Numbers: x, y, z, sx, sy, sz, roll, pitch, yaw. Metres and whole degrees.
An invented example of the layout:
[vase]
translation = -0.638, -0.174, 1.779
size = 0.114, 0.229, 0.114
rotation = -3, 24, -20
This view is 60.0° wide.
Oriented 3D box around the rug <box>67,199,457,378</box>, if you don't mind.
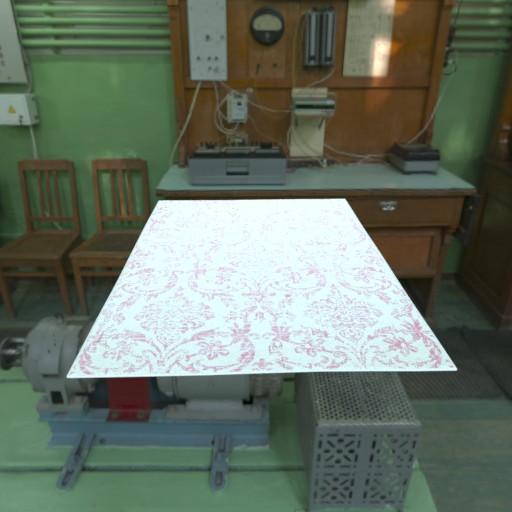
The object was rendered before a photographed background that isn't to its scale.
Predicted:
[rug]
translation = 0.000, 0.000, 2.796
size = 1.598, 0.014, 2.202
rotation = -1, 26, -1
